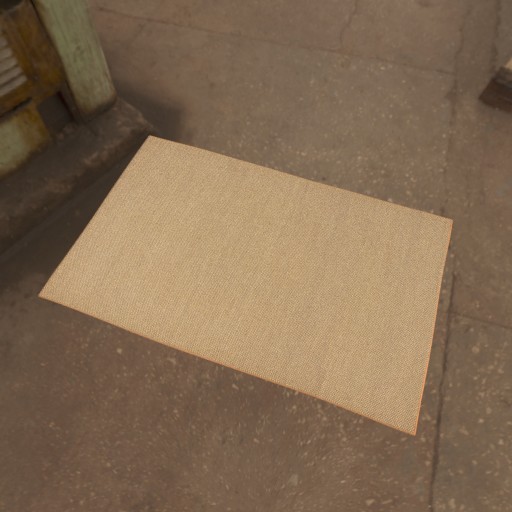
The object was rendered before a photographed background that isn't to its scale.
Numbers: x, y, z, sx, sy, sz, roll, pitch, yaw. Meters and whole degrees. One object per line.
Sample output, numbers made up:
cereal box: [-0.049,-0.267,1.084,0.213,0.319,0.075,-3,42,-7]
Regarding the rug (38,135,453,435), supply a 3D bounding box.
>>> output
rug: [0.000,0.000,2.077,1.678,0.013,1.078,18,60,10]
